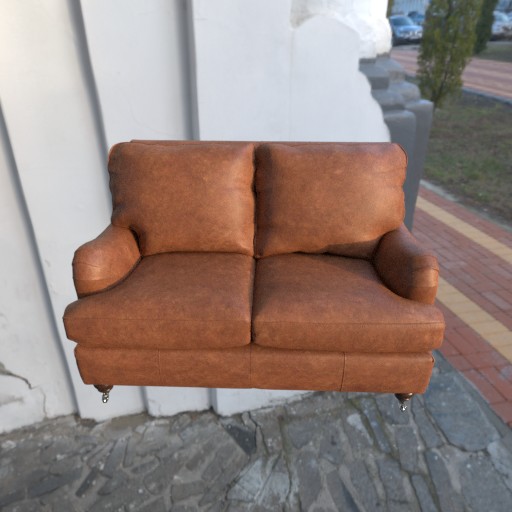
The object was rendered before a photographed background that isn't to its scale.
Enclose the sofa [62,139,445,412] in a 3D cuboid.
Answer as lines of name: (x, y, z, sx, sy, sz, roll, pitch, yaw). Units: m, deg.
sofa: (0.000, 0.000, 2.148, 1.527, 1.004, 1.077, 1, 29, 2)
